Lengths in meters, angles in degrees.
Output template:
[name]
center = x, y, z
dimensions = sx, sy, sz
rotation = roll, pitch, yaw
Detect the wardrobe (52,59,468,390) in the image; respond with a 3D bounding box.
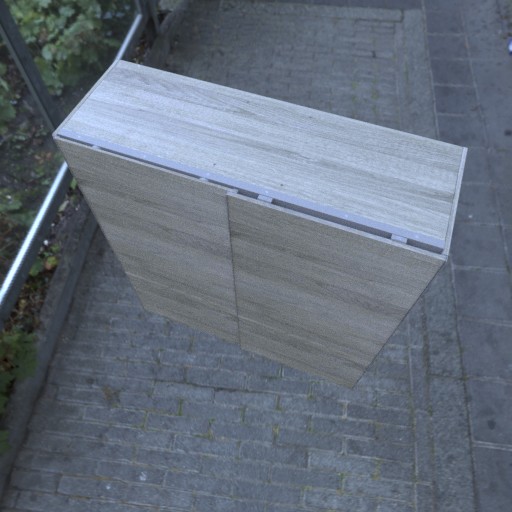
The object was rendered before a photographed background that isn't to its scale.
[wardrobe]
center = 0.000, 0.000, 2.821
dimensions = 1.780, 1.960, 0.629
rotation = 18, 61, 10
